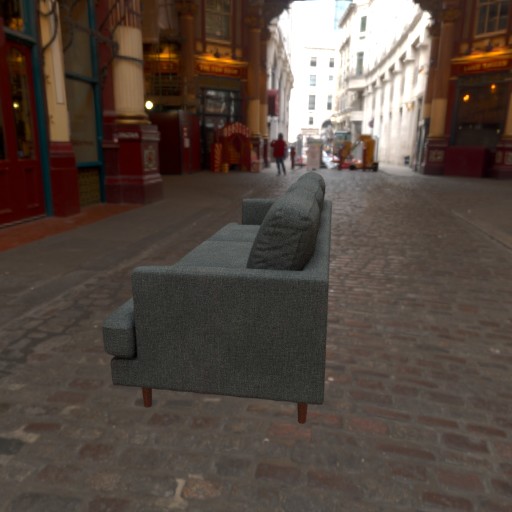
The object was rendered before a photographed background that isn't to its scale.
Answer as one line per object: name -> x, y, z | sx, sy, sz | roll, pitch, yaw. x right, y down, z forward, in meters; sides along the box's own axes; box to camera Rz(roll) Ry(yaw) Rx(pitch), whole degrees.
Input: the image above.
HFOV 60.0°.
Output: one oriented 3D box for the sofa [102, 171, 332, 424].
sofa -> 0.000, 0.000, 2.748 | 0.903, 0.930, 2.246 | 2, 15, 9
